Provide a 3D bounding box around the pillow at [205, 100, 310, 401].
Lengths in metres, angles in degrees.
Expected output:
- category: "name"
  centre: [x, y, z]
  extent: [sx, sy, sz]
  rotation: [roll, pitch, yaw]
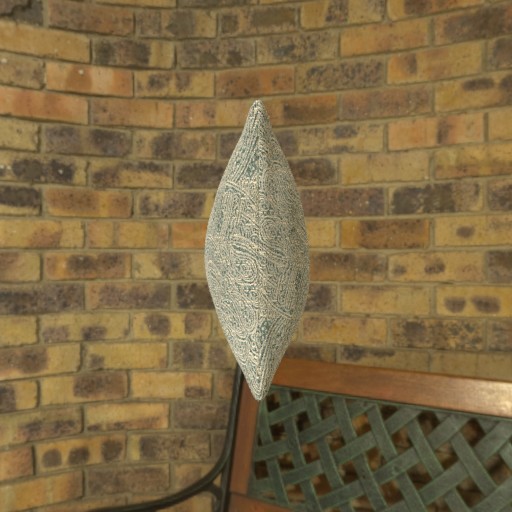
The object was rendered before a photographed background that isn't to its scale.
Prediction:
- category: "pillow"
  centre: [0.000, 0.000, 0.732]
  extent: [0.151, 0.295, 0.615]
  rotation: [0, -1, 0]
